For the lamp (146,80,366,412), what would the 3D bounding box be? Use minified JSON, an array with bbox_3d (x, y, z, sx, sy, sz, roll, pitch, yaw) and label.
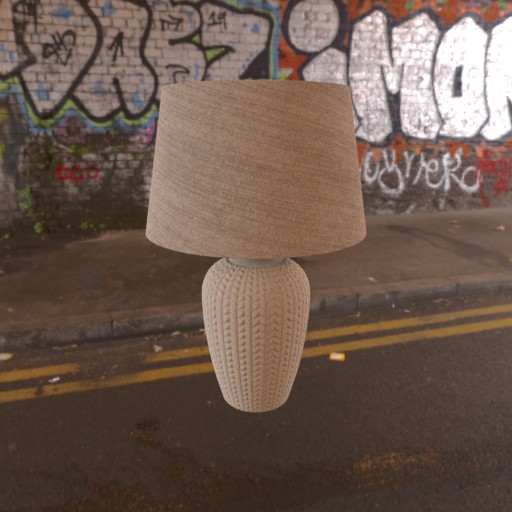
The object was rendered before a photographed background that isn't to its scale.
[{"bbox_3d":[0.000,0.000,0.820,0.390,0.580,0.390,0,16,0],"label":"lamp"}]
